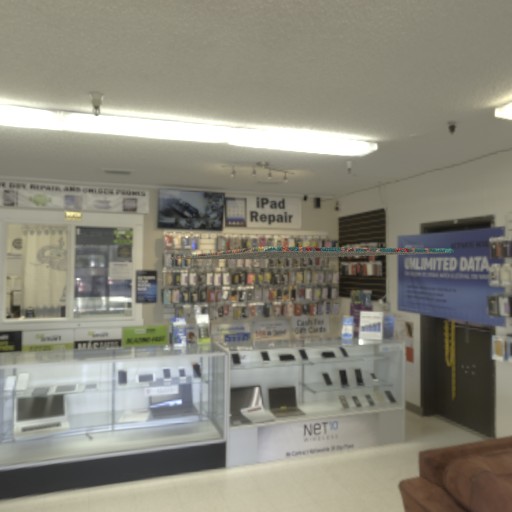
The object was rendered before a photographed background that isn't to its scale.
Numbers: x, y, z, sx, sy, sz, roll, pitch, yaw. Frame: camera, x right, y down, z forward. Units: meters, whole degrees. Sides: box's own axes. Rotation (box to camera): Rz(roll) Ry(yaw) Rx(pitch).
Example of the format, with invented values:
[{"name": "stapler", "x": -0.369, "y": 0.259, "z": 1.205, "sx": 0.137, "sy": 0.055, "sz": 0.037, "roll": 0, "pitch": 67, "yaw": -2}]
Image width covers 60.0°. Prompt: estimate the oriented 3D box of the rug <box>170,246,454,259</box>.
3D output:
[{"name": "rug", "x": 0.000, "y": 0.000, "z": 2.454, "sx": 0.686, "sy": 0.013, "sz": 2.286, "roll": 0, "pitch": -1, "yaw": -17}]
